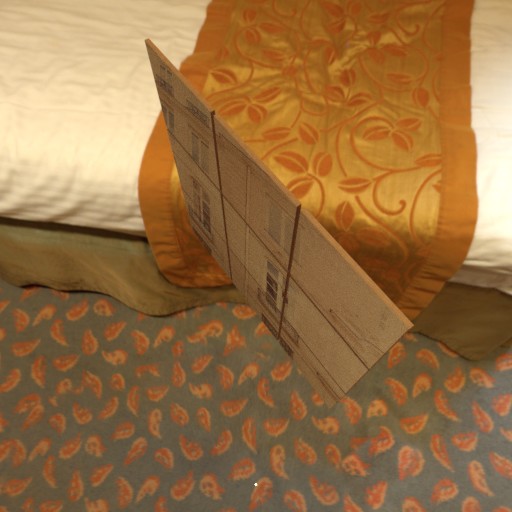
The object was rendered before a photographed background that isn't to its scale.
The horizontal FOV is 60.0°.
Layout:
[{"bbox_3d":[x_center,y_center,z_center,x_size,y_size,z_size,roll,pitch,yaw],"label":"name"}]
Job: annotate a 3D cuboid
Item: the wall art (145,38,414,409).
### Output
[{"bbox_3d":[0.000,0.000,1.332,0.018,0.913,0.915,-33,67,-16],"label":"wall art"}]
